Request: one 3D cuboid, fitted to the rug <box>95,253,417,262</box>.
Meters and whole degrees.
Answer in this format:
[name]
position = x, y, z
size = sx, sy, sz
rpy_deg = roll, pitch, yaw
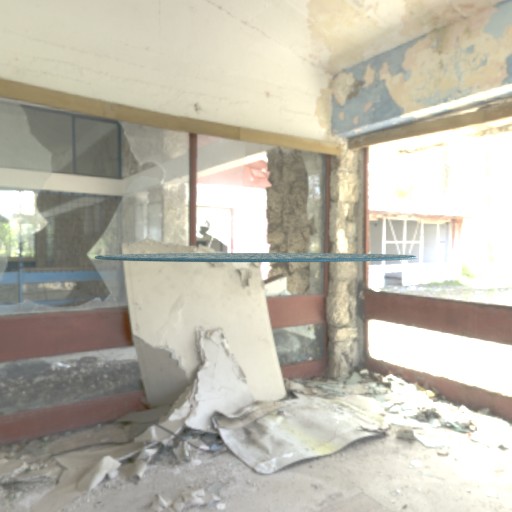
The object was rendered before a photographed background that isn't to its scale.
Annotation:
[rug]
position = 0.000, 0.000, 2.327
size = 1.593, 0.012, 1.593
rpy_deg = 0, 1, 0
